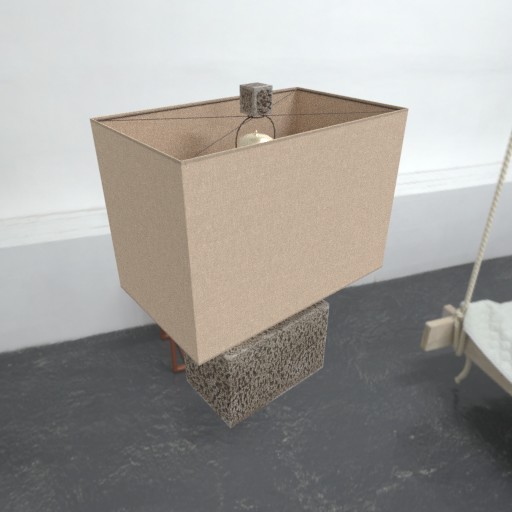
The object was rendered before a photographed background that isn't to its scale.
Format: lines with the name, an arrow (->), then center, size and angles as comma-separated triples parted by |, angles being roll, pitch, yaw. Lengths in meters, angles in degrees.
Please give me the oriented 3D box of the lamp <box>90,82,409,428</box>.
lamp -> 0.000, 0.000, 0.564 | 0.294, 0.411, 0.180 | -22, 37, -33
